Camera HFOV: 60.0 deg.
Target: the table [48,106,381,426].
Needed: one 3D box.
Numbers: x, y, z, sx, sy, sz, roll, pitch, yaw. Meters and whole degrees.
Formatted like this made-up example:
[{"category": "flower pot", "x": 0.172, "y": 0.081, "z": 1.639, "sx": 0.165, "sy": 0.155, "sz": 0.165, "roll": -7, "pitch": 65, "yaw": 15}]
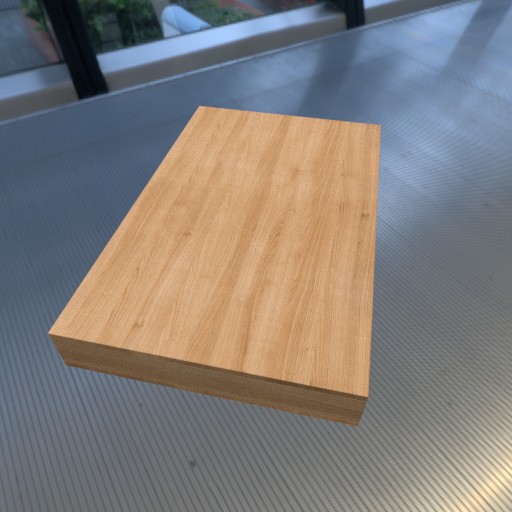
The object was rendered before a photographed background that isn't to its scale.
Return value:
[{"category": "table", "x": 0.000, "y": 0.000, "z": 1.461, "sx": 0.700, "sy": 0.440, "sz": 1.100, "roll": 9, "pitch": 46, "yaw": 9}]
